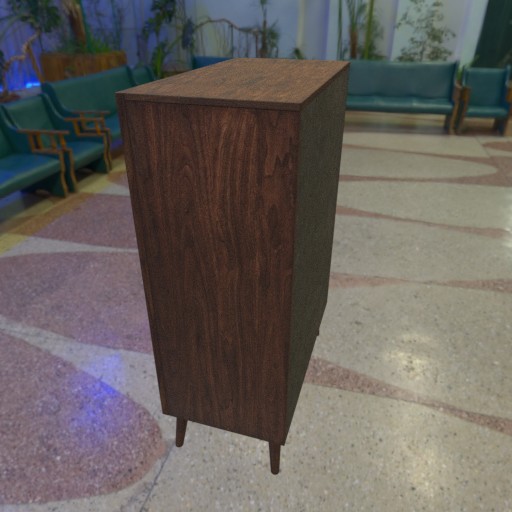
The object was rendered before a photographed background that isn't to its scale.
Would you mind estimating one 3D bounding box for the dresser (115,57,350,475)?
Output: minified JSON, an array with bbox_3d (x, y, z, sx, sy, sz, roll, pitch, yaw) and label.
[{"bbox_3d":[0.000,0.000,1.777,0.498,1.365,0.919,9,31,15],"label":"dresser"}]
